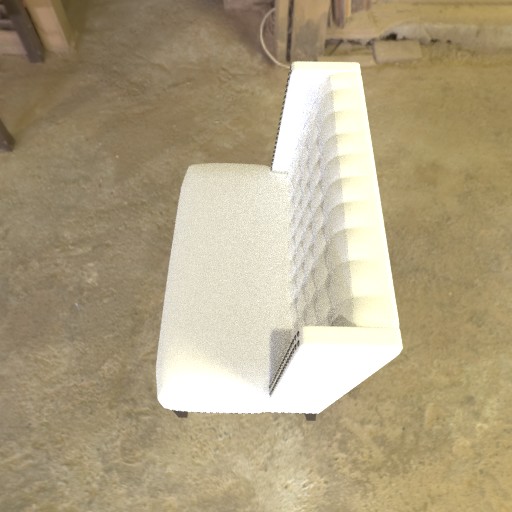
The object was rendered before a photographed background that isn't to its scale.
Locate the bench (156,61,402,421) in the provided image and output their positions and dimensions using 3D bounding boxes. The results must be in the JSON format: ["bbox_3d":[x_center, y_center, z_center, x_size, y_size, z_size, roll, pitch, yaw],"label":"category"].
[{"bbox_3d":[0.000,0.000,2.024,0.847,1.123,1.280,1,59,1],"label":"bench"}]
